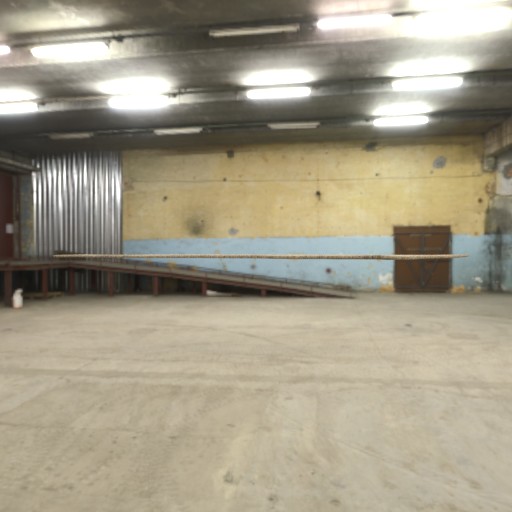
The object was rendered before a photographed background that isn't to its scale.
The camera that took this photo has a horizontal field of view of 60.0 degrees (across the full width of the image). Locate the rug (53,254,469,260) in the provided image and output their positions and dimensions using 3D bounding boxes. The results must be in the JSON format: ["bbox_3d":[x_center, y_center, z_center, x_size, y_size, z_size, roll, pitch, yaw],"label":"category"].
[{"bbox_3d":[0.000,0.000,2.325,1.822,0.018,1.211,0,0,37],"label":"rug"}]
